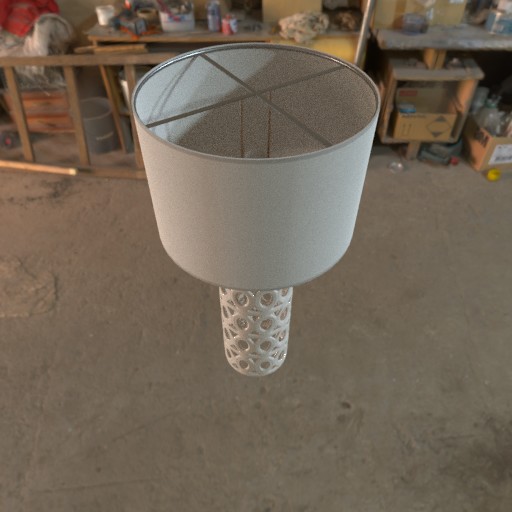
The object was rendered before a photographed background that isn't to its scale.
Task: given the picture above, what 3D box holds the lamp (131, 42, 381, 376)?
[{"bbox_3d":[0.000,0.000,0.818,0.325,0.636,0.324,-25,51,-22],"label":"lamp"}]
